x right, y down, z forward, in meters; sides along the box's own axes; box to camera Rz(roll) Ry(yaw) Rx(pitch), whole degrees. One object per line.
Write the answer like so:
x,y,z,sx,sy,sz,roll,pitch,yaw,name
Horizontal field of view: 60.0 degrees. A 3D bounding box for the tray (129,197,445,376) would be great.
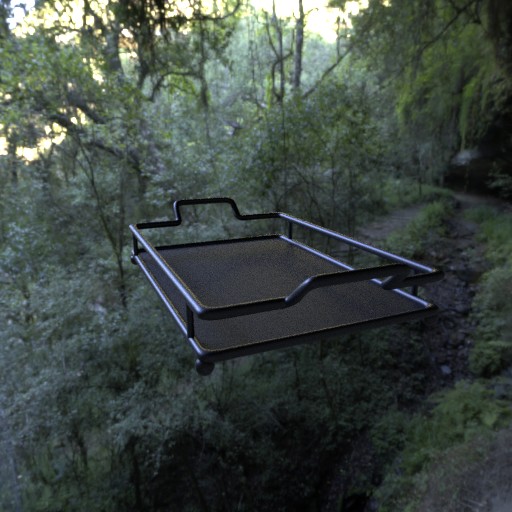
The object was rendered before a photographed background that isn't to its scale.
0.000,0.000,0.635,0.297,0.101,0.495,-7,17,-23,tray
